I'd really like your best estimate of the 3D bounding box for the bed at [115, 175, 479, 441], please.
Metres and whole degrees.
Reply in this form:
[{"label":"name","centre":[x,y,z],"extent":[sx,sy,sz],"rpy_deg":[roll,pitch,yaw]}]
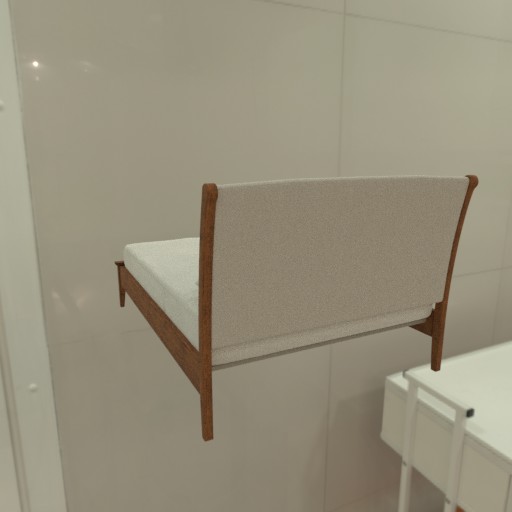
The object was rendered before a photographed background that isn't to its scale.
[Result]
[{"label":"bed","centre":[0.000,0.000,2.953],"extent":[1.502,1.135,2.108],"rpy_deg":[-6,15,-26]}]
